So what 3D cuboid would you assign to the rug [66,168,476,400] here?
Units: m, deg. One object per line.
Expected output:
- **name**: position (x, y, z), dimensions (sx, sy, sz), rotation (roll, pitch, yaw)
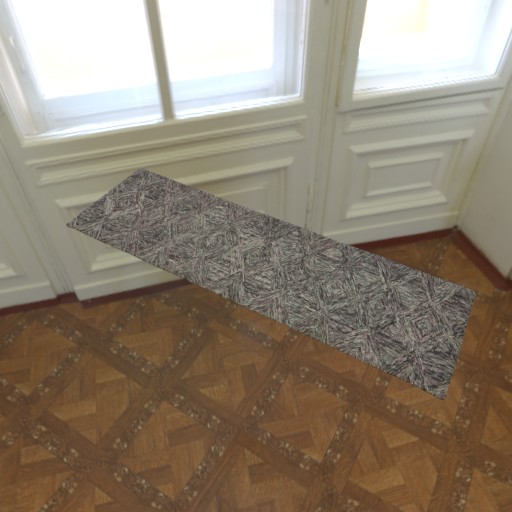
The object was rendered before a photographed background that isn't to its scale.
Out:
- **rug**: position (0.000, 0.000, 2.542), dimensions (2.305, 0.013, 0.719), rotation (22, 50, 20)
